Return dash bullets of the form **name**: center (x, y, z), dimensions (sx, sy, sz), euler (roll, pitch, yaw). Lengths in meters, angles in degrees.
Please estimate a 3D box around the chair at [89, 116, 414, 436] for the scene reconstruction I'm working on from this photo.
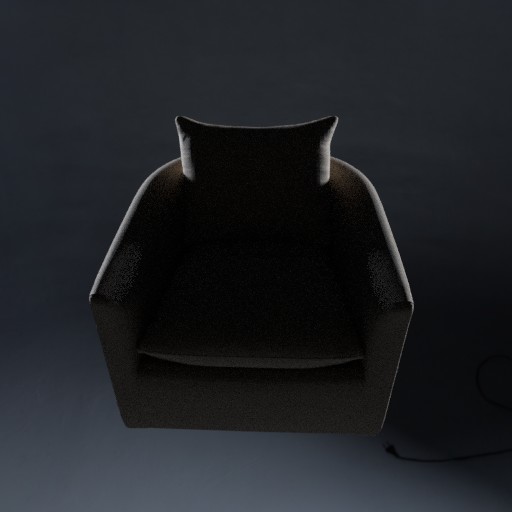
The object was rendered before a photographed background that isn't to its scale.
- **chair**: center (0.000, 0.000, 1.571), dimensions (0.845, 0.848, 0.910), euler (1, 32, 2)
